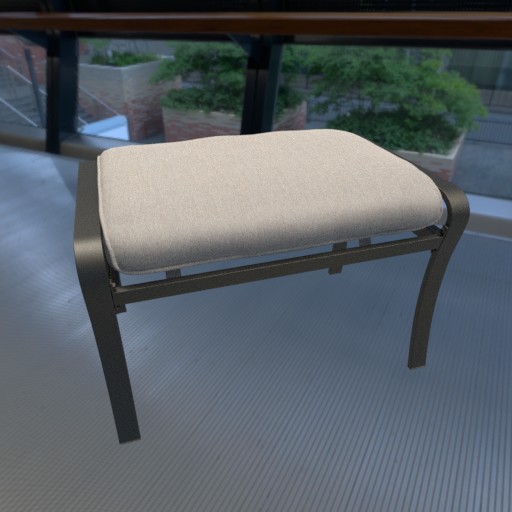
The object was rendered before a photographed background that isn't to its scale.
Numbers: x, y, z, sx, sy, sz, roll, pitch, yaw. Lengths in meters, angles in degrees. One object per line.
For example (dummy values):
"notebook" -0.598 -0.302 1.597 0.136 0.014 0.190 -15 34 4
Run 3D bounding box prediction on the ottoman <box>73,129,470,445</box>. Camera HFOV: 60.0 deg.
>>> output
"ottoman" 0.000 0.000 0.883 0.610 0.422 0.406 -9 32 -15
